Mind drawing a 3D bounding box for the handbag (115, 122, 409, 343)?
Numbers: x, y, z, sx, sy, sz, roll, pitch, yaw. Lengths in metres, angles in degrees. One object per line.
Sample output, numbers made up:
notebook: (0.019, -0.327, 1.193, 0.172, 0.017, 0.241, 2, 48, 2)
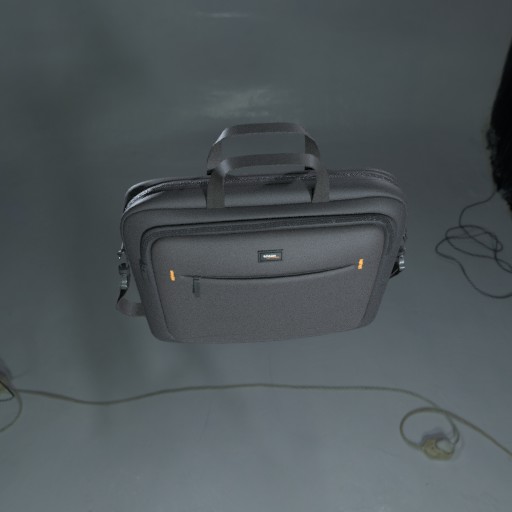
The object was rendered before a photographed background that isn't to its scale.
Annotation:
handbag: (0.000, 0.000, 0.590, 0.429, 0.330, 0.126, -4, 47, -3)
